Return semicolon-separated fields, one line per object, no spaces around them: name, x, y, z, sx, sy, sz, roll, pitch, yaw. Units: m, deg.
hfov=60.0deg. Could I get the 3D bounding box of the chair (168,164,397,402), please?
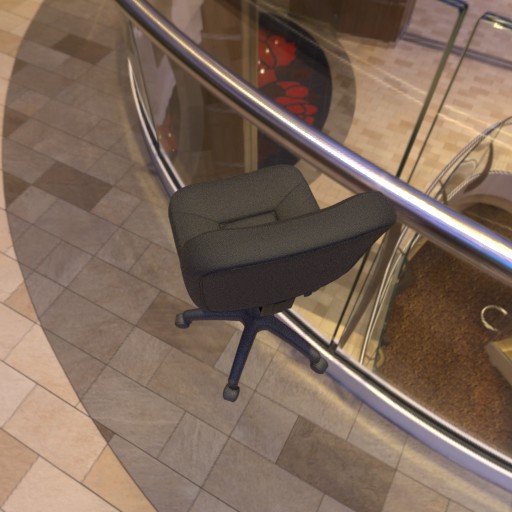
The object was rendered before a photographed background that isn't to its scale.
chair;0.000;0.000;1.329;0.610;0.972;0.610;-15;59;-9
